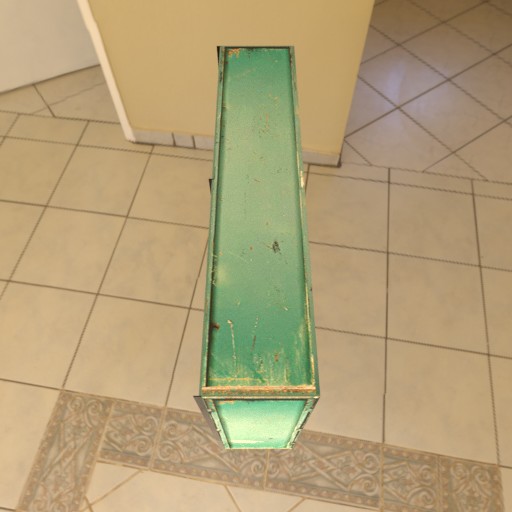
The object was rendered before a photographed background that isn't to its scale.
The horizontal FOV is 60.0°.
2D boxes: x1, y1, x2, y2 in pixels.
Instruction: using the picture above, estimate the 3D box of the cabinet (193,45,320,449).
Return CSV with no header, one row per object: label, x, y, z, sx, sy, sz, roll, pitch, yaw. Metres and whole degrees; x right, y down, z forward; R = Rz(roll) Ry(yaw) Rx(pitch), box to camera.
cabinet,0.000,0.000,4.054,0.680,2.160,3.001,0,60,0
